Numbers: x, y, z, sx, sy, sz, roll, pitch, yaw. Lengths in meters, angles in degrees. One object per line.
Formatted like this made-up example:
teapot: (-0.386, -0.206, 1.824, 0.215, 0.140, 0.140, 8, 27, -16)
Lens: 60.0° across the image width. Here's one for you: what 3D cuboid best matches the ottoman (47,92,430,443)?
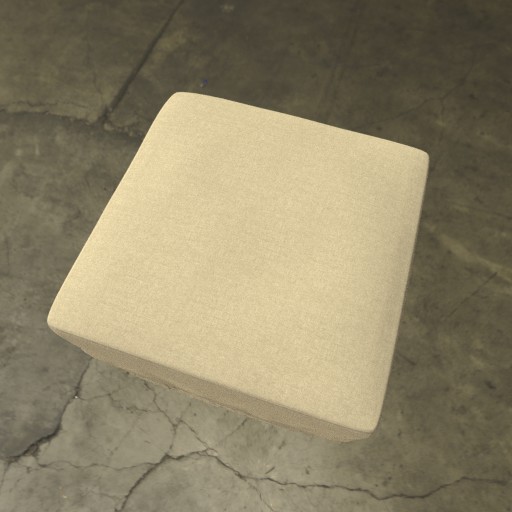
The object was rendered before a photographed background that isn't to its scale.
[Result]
ottoman: (0.000, 0.000, 1.330, 0.840, 0.436, 0.843, 16, 65, 8)
